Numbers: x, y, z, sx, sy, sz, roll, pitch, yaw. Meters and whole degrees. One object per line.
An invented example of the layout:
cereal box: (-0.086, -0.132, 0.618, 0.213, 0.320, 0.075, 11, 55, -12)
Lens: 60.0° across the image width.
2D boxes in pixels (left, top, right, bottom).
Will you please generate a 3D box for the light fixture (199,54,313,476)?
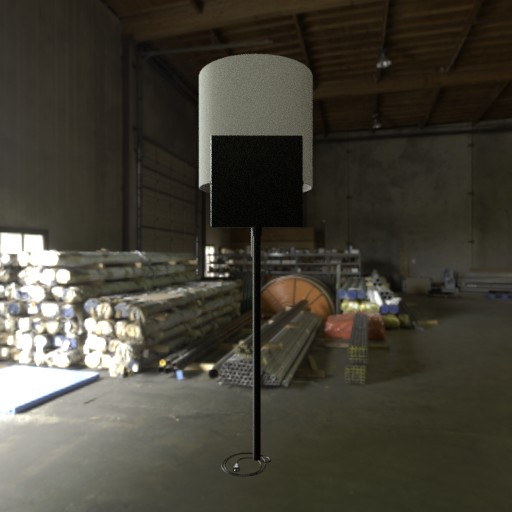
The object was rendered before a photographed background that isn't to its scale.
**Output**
light fixture: (0.000, 0.000, 0.710, 0.188, 0.589, 0.248, 0, 0, -1)
